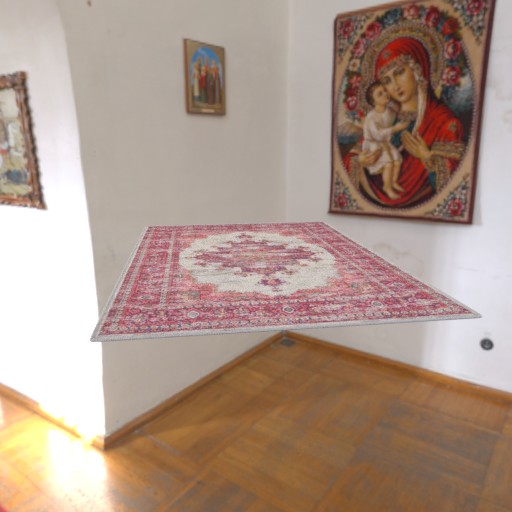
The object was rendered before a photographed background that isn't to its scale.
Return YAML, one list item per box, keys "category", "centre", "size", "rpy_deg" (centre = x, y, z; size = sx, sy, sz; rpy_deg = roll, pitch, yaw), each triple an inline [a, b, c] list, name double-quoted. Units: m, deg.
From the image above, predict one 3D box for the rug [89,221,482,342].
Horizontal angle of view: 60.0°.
- category: "rug"
  centre: [0.000, 0.000, 2.772]
  size: [1.555, 0.011, 2.232]
  rpy_deg: [-2, 15, -8]
